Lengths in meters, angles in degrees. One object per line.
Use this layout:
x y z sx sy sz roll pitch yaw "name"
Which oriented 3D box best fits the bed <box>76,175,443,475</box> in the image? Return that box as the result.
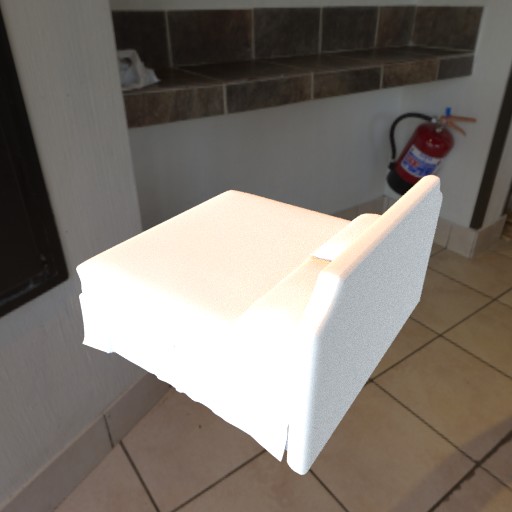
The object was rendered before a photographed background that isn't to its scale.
0.000 0.000 3.574 2.204 1.301 2.160 20 35 30 "bed"
